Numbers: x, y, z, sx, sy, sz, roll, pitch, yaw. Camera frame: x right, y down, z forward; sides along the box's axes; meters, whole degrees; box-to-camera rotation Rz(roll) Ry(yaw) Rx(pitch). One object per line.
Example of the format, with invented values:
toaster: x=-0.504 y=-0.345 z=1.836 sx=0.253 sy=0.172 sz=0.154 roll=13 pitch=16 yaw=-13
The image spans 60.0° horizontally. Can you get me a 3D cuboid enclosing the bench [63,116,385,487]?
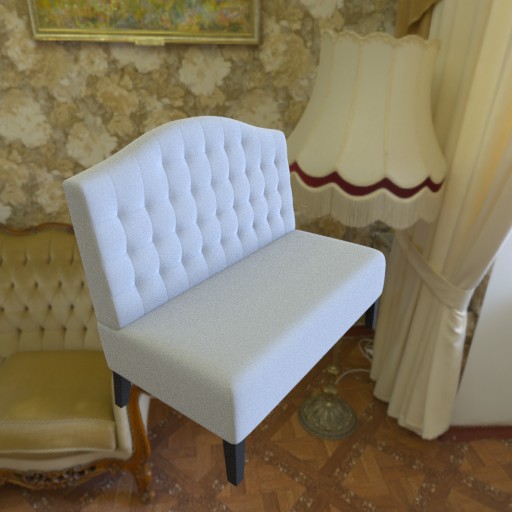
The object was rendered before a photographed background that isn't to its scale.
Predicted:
bench: x=0.000 y=0.000 z=2.063 sx=0.815 sy=1.180 sz=1.335 roll=17 pitch=31 yaw=32
